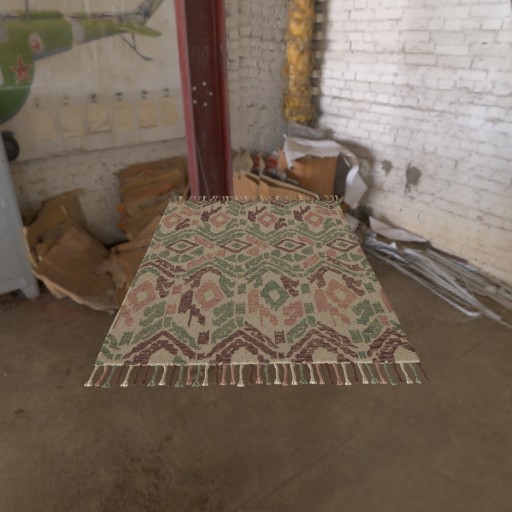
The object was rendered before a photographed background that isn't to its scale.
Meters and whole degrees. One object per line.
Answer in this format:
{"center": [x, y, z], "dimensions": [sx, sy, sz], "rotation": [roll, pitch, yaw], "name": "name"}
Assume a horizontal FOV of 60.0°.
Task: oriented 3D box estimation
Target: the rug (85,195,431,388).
{"center": [0.000, 0.000, 2.964], "dimensions": [1.524, 0.011, 2.438], "rotation": [0, 27, -1], "name": "rug"}
